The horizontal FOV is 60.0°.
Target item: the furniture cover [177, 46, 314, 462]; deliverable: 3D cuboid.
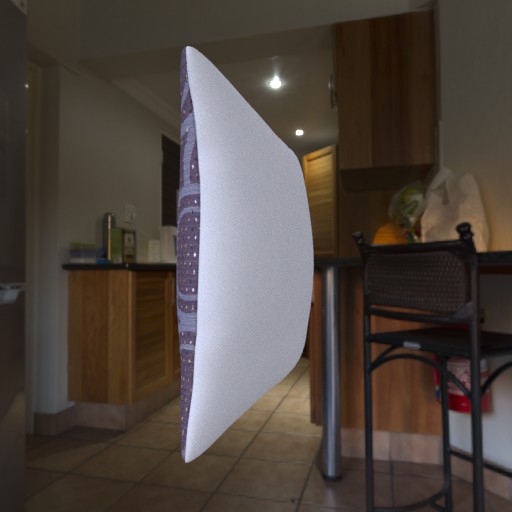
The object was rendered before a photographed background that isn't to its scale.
[{"bbox_3d":[0.000,0.000,0.796,0.193,0.509,0.552,0,-1,17],"label":"furniture cover"}]
